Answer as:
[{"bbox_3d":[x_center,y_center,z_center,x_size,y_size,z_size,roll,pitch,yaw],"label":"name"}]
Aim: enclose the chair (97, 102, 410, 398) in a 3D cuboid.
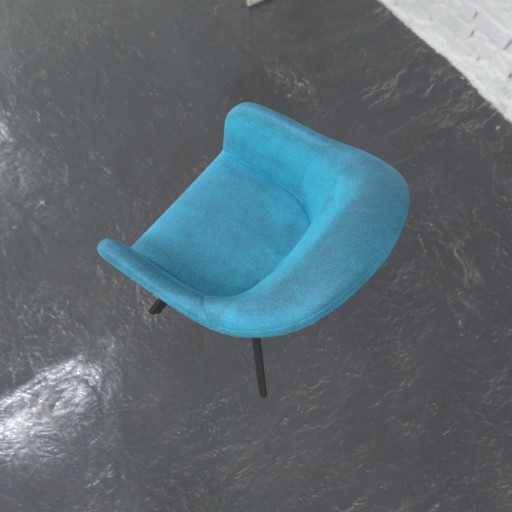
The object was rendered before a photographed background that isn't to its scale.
[{"bbox_3d":[0.000,0.000,1.155,0.570,0.780,0.540,33,69,15],"label":"chair"}]
